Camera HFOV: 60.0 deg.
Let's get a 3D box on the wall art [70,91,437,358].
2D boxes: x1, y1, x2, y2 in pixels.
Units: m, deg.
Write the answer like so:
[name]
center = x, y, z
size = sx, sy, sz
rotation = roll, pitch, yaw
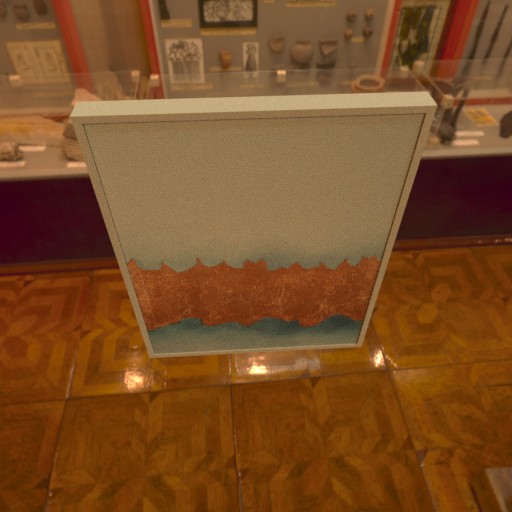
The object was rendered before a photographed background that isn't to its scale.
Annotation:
[wall art]
center = 0.000, 0.000, 0.756
size = 0.451, 0.553, 0.039
rotation = -3, 46, -2
